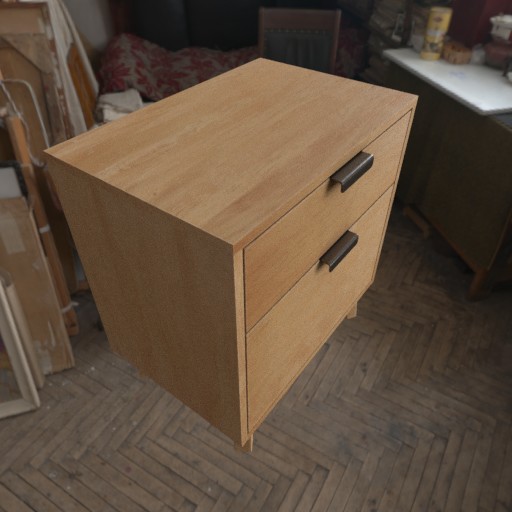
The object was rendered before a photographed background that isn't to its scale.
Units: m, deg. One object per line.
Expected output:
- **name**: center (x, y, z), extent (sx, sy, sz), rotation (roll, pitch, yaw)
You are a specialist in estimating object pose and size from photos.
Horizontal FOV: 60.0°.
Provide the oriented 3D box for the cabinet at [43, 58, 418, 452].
- **cabinet**: center (0.000, 0.000, 0.944), extent (0.394, 0.599, 0.551), rotation (26, 47, 27)
